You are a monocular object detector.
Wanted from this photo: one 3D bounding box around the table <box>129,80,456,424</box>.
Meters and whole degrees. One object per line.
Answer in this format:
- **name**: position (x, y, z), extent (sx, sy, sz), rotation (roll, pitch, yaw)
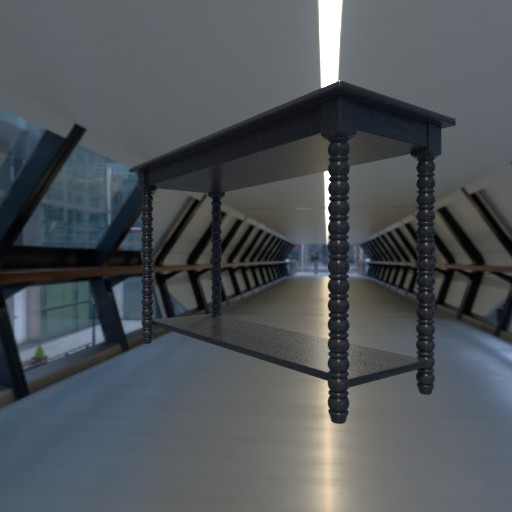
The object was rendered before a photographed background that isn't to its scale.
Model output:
- **table**: position (0.000, 0.000, 1.519), extent (0.459, 0.735, 1.184), rotation (0, 0, -36)
